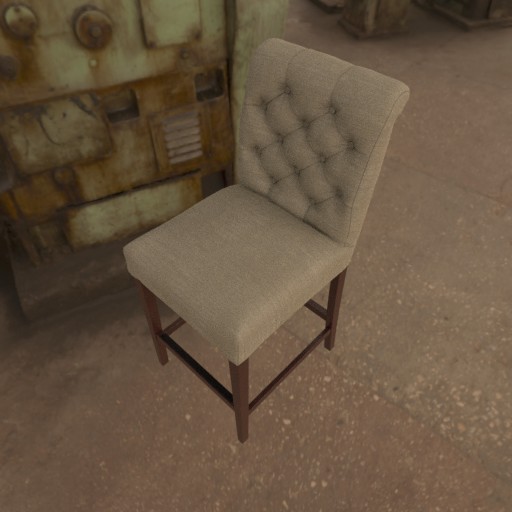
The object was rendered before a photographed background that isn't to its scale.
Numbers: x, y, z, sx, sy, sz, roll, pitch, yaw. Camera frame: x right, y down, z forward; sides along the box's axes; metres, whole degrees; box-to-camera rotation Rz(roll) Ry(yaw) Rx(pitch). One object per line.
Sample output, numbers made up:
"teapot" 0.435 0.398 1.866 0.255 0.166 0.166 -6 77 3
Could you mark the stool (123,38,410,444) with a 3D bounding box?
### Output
"stool" 0.000 0.000 1.419 0.486 1.084 0.660 34 55 28
